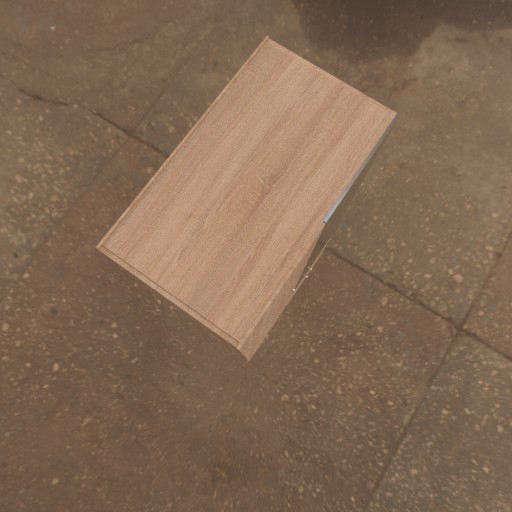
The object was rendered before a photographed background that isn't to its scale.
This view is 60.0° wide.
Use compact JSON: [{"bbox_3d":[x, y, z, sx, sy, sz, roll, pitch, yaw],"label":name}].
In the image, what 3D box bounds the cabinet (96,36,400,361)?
[{"bbox_3d":[0.000,0.000,2.540,0.590,2.121,1.001,34,78,8],"label":"cabinet"}]
